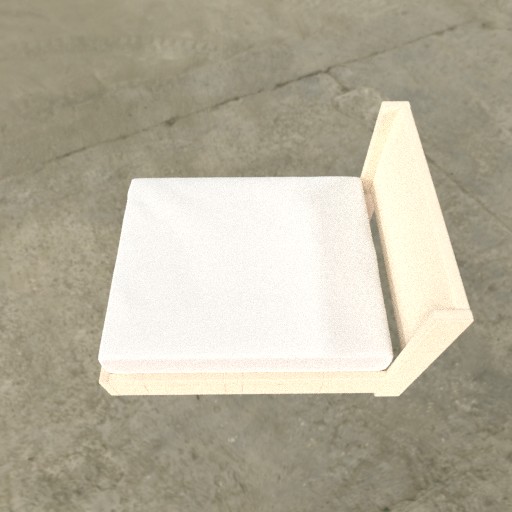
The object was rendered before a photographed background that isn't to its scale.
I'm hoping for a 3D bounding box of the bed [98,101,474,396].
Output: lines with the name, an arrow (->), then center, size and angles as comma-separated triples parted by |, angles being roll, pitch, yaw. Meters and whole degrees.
bed -> 0.000, 0.000, 3.405 | 2.280, 1.471, 1.765 | 0, 57, 0
